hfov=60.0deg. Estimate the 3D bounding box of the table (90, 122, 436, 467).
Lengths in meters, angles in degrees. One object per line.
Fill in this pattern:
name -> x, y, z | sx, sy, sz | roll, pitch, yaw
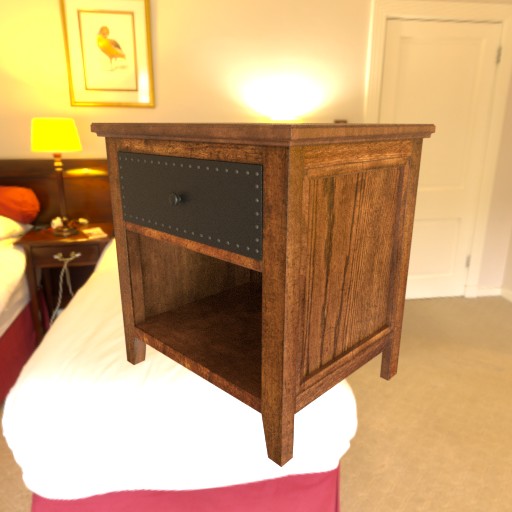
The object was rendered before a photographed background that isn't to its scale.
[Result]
table -> 0.000, 0.000, 1.037 | 0.586, 0.597, 0.461 | 16, 23, 42
